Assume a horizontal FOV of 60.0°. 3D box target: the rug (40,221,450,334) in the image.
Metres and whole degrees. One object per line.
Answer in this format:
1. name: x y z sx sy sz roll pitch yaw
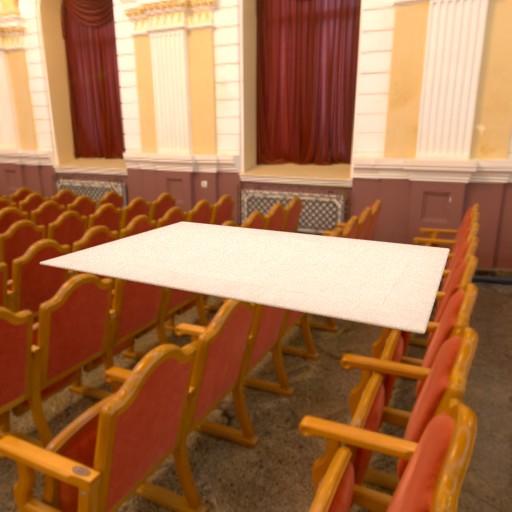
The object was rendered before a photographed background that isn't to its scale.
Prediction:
1. rug: 0.000 0.000 2.357 1.829 0.013 1.219 7 17 25
